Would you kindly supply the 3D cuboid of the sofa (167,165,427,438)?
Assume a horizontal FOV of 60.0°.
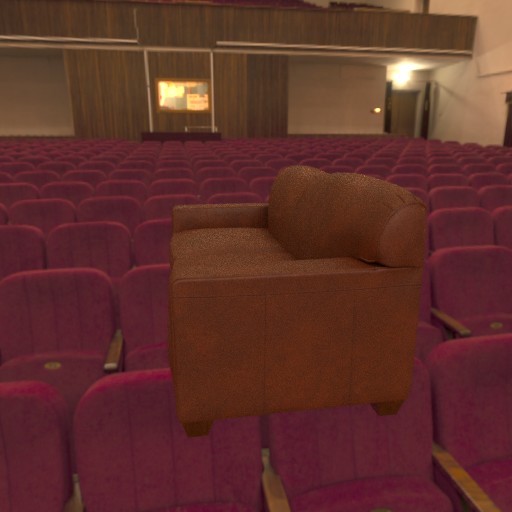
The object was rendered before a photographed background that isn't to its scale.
[{"bbox_3d":[0.000,0.000,2.501,1.000,0.966,1.856,-3,15,-10],"label":"sofa"}]
